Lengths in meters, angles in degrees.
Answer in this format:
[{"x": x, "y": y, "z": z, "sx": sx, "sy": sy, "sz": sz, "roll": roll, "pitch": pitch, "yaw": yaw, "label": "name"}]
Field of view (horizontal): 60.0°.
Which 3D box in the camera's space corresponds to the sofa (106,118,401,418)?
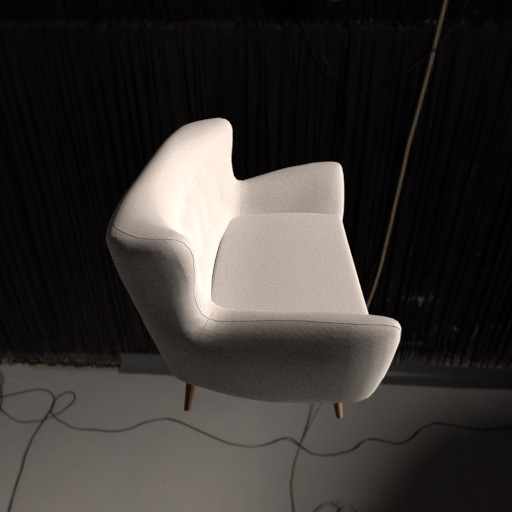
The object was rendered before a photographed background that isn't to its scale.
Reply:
[{"x": 0.000, "y": 0.000, "z": 1.949, "sx": 0.921, "sy": 0.878, "sz": 1.424, "roll": 1, "pitch": 31, "yaw": 2, "label": "sofa"}]
